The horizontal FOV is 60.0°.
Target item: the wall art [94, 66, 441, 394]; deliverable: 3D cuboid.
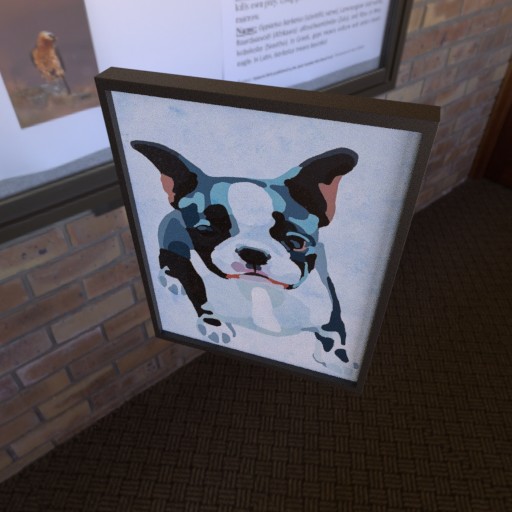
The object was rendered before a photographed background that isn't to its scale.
[{"bbox_3d":[0.000,0.000,0.493,0.294,0.369,0.030,12,43,13],"label":"wall art"}]
